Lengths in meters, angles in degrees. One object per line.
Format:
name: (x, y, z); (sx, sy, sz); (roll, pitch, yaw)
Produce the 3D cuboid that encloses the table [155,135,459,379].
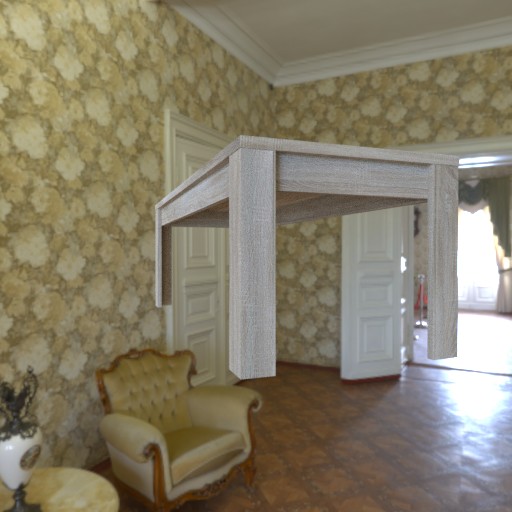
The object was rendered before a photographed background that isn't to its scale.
table: (0.000, 0.000, 2.617); (0.900, 0.790, 2.200); (0, 0, -20)
